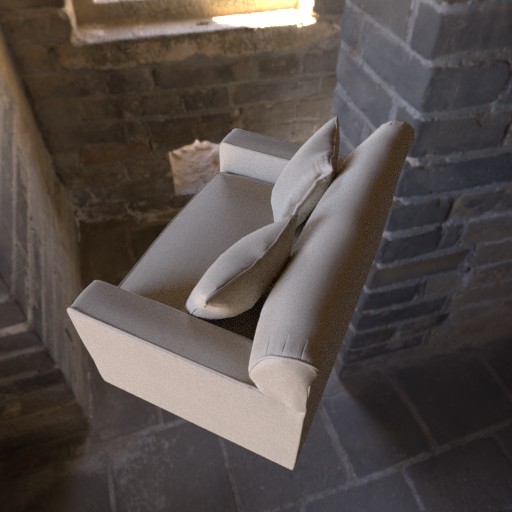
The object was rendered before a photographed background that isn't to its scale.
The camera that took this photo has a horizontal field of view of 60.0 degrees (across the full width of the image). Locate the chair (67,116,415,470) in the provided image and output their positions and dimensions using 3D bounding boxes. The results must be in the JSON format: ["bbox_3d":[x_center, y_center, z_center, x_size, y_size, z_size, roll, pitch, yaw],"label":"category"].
[{"bbox_3d":[0.000,0.000,2.041,1.000,0.948,1.383,19,50,17],"label":"chair"}]
